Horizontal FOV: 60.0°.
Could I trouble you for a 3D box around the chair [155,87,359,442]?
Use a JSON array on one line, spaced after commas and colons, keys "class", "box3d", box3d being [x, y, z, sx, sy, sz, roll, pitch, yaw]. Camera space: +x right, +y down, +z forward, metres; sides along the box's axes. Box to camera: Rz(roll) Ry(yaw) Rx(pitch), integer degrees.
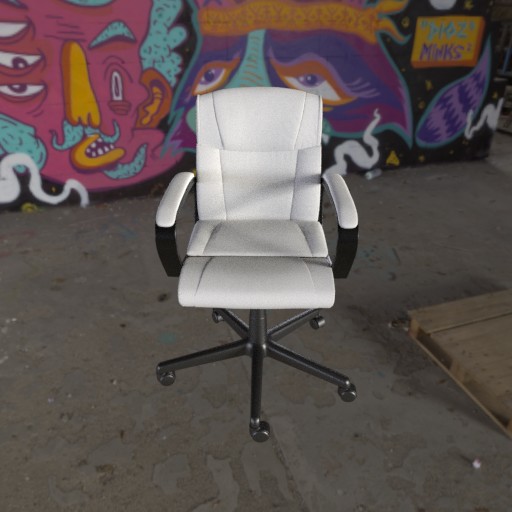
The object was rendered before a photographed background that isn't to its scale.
[{"class": "chair", "box3d": [0.000, 0.000, 1.519, 0.739, 1.004, 0.717, 1, 29, 1]}]
